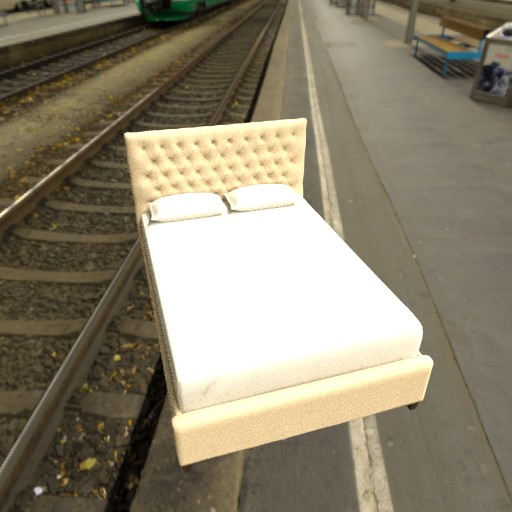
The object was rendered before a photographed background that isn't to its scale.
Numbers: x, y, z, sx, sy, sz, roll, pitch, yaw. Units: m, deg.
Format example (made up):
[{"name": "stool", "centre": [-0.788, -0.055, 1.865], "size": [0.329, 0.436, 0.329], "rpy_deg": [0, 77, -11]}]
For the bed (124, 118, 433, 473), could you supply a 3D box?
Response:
[{"name": "bed", "centre": [0.000, 0.000, 3.460], "size": [1.698, 1.427, 2.387], "rpy_deg": [-9, 33, -14]}]
